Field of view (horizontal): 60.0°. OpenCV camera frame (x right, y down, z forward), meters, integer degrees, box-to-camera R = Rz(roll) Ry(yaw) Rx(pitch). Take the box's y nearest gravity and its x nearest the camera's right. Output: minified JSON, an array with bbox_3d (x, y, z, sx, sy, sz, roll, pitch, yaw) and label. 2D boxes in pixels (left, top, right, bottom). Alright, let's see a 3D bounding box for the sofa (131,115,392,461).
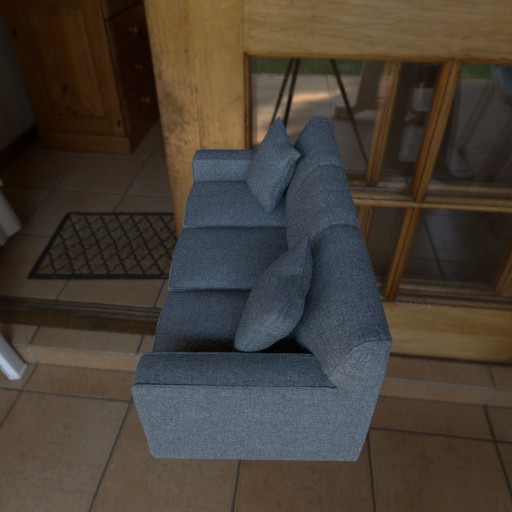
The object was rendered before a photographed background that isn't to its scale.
[{"bbox_3d":[0.000,0.000,2.542,0.997,0.958,2.024,1,39,1],"label":"sofa"}]
